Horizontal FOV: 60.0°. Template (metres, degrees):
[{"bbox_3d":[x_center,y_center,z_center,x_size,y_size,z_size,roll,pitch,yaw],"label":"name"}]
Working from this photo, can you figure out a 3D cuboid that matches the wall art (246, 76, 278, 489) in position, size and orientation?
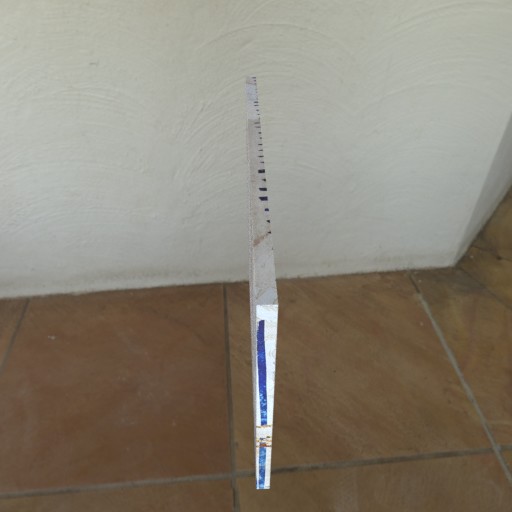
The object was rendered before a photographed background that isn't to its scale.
[{"bbox_3d":[0.000,0.000,1.441,0.038,0.757,1.143,-1,41,-1],"label":"wall art"}]
